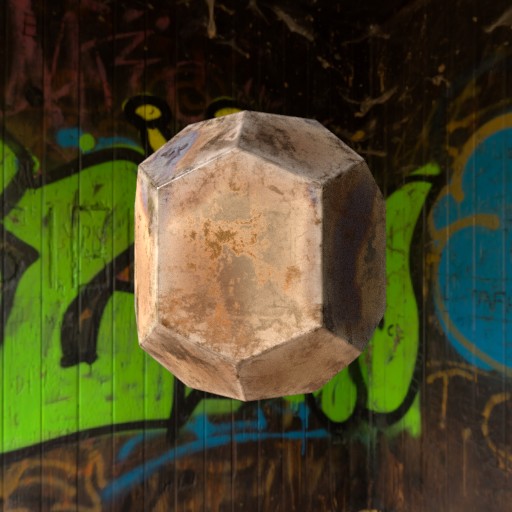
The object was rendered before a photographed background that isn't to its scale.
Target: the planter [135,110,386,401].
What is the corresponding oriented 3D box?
[{"bbox_3d":[0.000,0.000,0.427,0.221,0.238,0.243,0,0,37],"label":"planter"}]
